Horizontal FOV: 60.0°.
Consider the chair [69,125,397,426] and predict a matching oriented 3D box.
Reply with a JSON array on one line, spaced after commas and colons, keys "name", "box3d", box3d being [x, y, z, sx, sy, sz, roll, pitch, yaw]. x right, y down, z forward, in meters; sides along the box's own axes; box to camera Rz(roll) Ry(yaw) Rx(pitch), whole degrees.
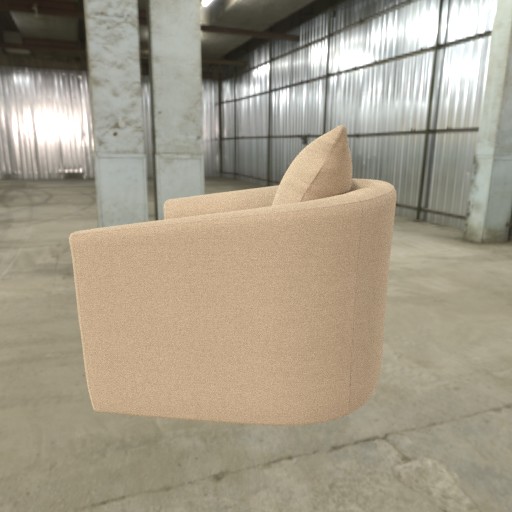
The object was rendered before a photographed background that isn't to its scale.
[{"name": "chair", "box3d": [0.000, 0.000, 1.551, 0.910, 0.848, 0.845, 2, 14, 7]}]
